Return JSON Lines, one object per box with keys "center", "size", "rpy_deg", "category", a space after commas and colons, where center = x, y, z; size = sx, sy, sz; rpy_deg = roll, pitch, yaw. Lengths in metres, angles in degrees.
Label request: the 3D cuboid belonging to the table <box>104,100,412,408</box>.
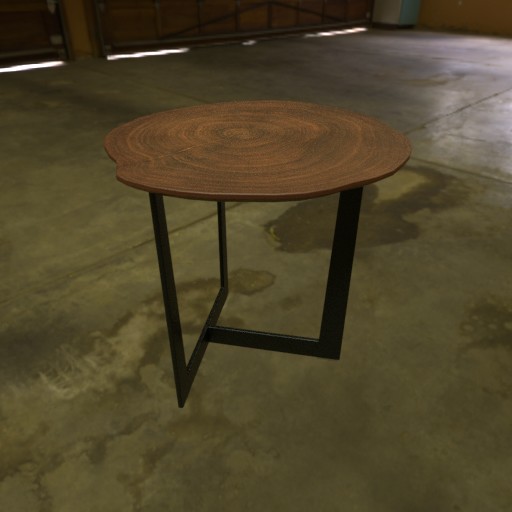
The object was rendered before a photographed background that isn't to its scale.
{"center": [0.000, 0.000, 0.861], "size": [0.494, 0.476, 0.477], "rpy_deg": [0, 32, 0], "category": "table"}
